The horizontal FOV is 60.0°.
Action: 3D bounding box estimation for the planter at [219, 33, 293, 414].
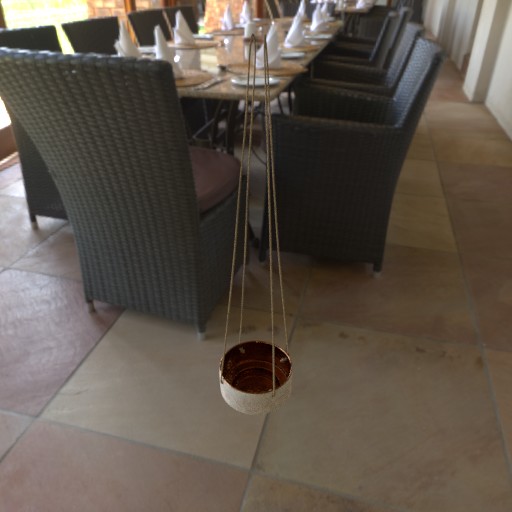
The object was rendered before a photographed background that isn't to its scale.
[{"bbox_3d":[0.000,0.000,1.144,0.223,1.030,0.223,10,33,15],"label":"planter"}]
